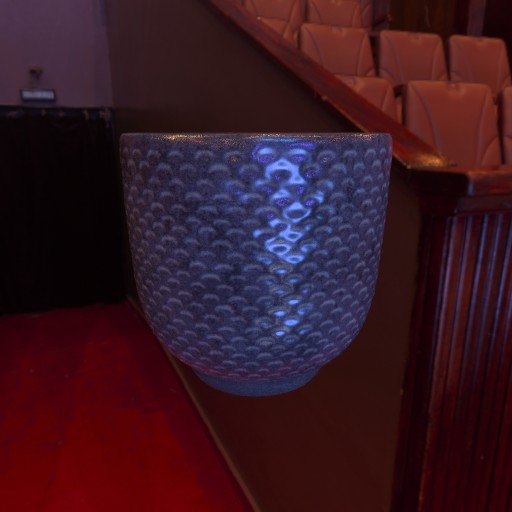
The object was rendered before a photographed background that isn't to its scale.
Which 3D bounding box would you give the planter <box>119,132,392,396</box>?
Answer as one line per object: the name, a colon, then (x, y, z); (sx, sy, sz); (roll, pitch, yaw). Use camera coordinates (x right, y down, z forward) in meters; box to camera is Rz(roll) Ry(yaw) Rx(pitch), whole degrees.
planter: (0.000, 0.000, 0.356); (0.197, 0.191, 0.197); (0, 16, 0)
